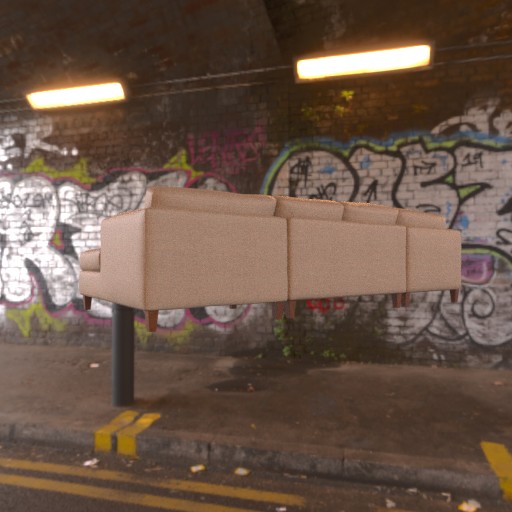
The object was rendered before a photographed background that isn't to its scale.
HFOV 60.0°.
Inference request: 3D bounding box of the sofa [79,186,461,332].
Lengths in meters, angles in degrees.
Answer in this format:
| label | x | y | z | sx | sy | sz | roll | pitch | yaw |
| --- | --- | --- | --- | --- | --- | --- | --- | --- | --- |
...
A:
| label | x | y | z | sx | sy | sz | roll | pitch | yaw |
| --- | --- | --- | --- | --- | --- | --- | --- | --- | --- |
| sofa | 0.000 | 0.000 | 4.656 | 3.460 | 0.961 | 2.594 | 0 | -1 | -35 |
